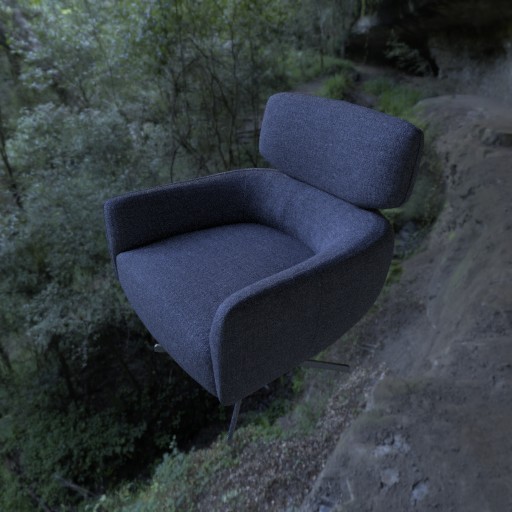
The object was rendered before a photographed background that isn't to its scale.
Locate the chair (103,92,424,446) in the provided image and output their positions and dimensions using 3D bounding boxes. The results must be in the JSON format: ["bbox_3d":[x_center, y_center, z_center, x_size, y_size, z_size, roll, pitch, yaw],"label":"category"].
[{"bbox_3d":[0.000,0.000,1.317,0.715,0.812,0.706,-20,36,-31],"label":"chair"}]
